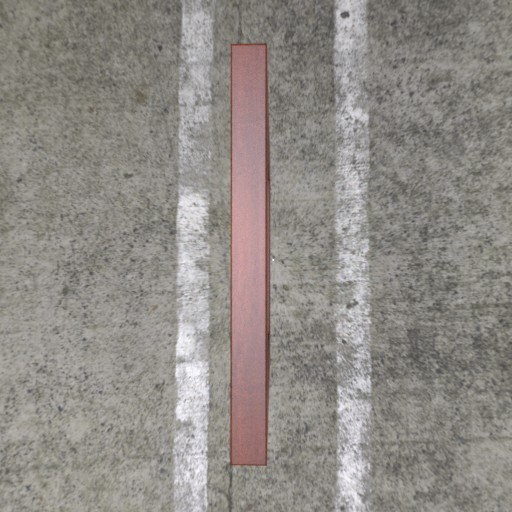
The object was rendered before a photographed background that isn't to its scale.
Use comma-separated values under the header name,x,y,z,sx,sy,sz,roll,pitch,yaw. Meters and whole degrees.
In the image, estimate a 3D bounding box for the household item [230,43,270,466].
name,x,y,z,sx,sy,sz,roll,pitch,yaw
household item,0.000,0.000,0.335,0.020,0.250,0.200,0,89,2
